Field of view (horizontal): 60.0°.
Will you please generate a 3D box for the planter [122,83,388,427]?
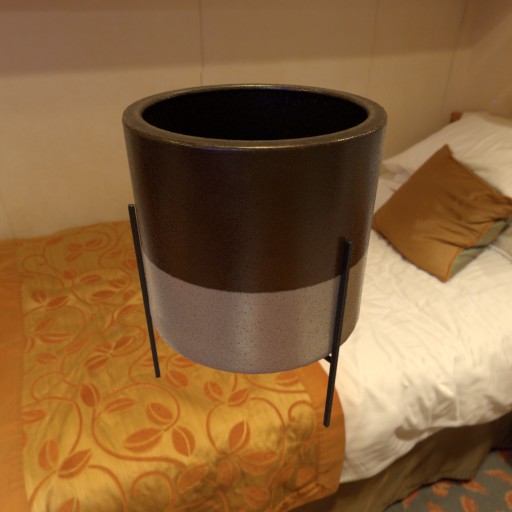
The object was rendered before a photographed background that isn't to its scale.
[{"bbox_3d":[0.000,0.000,0.708,0.345,0.465,0.354,11,33,17],"label":"planter"}]
